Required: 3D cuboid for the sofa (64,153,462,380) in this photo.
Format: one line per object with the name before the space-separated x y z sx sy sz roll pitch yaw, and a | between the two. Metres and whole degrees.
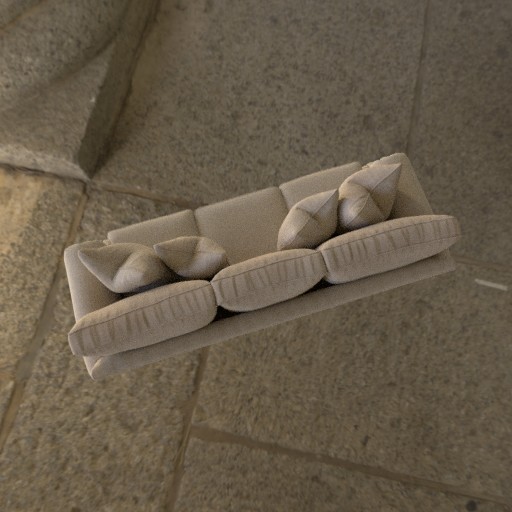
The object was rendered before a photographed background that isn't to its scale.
sofa | 0.000 0.000 2.854 2.312 0.975 0.965 -16 75 -4
